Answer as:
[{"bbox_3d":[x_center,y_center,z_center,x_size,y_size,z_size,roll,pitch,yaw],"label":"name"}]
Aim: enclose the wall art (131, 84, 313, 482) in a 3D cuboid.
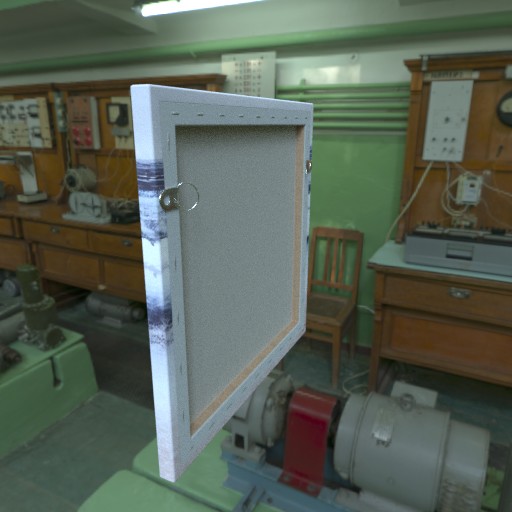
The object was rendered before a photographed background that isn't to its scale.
[{"bbox_3d":[0.000,0.000,1.104,0.065,0.747,0.755,8,18,25],"label":"wall art"}]
